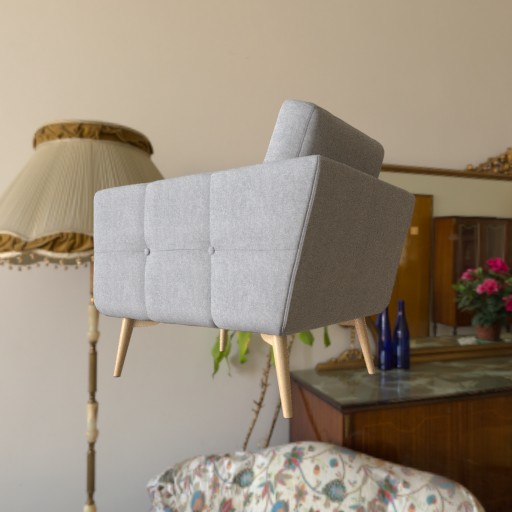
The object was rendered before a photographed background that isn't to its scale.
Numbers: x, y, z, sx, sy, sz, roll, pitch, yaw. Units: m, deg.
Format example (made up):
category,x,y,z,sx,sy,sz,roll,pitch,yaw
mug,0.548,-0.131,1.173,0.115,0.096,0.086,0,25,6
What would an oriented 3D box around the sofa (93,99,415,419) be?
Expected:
category,x,y,z,sx,sy,sz,roll,pitch,yaw
sofa,0.000,0.000,1.581,0.920,0.860,0.770,-1,-1,36
